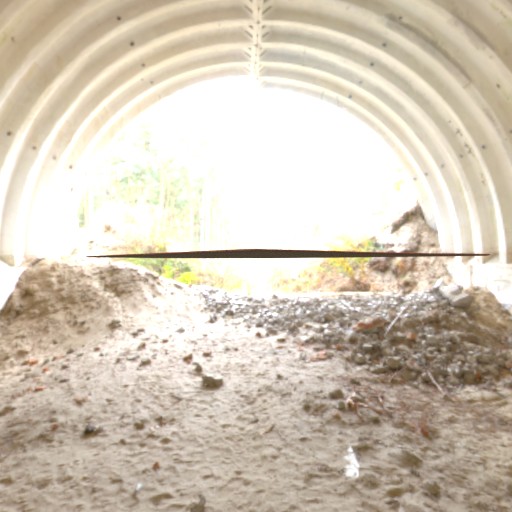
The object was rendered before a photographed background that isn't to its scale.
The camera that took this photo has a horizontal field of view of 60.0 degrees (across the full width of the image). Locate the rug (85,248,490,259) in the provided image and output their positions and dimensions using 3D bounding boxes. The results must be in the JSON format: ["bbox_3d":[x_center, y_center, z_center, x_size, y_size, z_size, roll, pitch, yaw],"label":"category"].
[{"bbox_3d":[0.000,0.000,5.126,2.803,0.025,3.965,1,-1,-35],"label":"rug"}]
